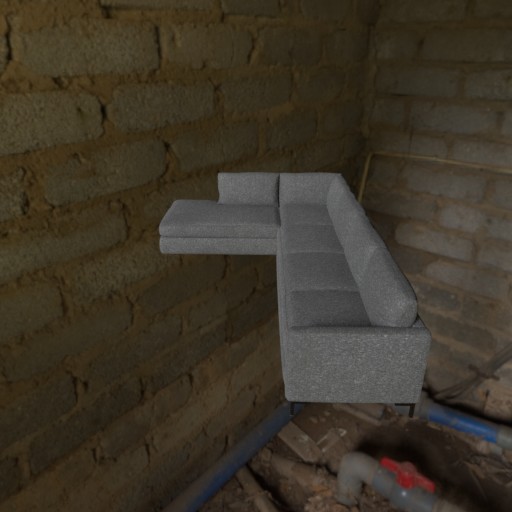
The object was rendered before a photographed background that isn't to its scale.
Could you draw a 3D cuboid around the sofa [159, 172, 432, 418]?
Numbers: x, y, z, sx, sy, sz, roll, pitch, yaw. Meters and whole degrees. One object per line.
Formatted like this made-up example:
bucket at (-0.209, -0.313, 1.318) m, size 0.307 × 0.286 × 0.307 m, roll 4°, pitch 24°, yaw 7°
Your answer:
sofa at (0.000, 0.000, 3.837) m, size 2.007 × 0.815 × 2.949 m, roll 0°, pitch 25°, yaw 1°
